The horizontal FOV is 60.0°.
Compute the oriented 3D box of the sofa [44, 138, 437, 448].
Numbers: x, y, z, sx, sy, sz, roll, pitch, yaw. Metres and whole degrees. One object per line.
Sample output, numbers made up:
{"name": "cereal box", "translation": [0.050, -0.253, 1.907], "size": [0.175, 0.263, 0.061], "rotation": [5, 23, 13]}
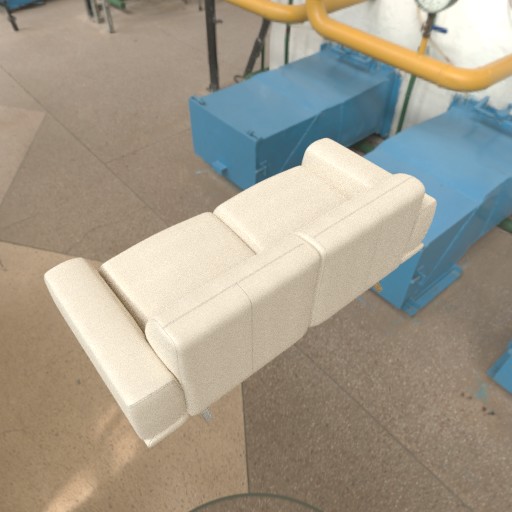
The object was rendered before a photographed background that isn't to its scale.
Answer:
{"name": "sofa", "translation": [0.000, 0.000, 2.355], "size": [1.901, 0.772, 0.900], "rotation": [-30, 53, -26]}
